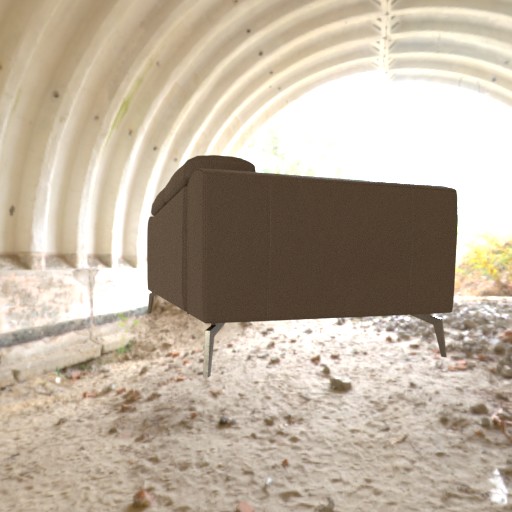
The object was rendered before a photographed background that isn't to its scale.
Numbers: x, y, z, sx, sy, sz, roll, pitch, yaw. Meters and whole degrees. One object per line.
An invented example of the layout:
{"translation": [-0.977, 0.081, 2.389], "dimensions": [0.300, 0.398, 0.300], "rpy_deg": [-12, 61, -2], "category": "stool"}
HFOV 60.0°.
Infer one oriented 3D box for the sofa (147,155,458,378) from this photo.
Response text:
{"translation": [0.000, 0.000, 2.385], "dimensions": [1.003, 0.779, 1.895], "rpy_deg": [0, -1, -19], "category": "sofa"}
